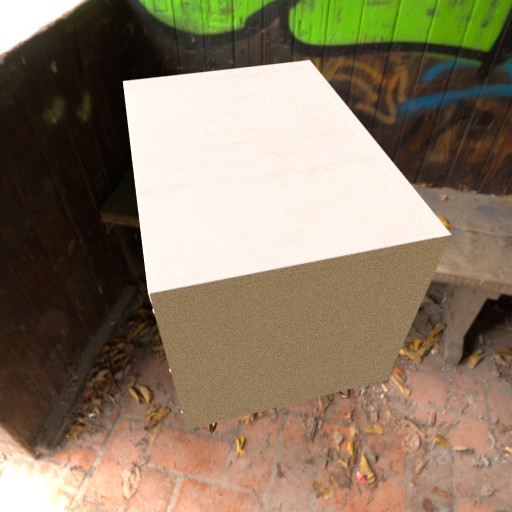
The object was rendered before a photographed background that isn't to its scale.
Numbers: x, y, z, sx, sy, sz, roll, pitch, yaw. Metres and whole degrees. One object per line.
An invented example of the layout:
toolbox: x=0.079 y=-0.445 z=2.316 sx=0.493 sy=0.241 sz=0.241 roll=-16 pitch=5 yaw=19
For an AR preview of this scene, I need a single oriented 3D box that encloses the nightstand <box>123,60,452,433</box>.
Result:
nightstand: x=0.000 y=0.000 z=1.024 sx=0.447 sy=0.604 sz=0.614 roll=-11 pitch=48 yaw=-10
